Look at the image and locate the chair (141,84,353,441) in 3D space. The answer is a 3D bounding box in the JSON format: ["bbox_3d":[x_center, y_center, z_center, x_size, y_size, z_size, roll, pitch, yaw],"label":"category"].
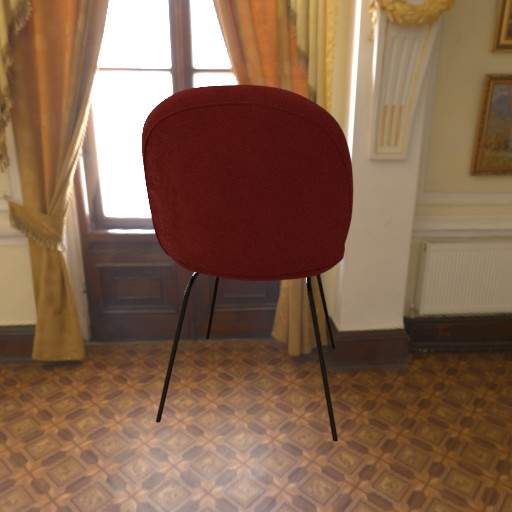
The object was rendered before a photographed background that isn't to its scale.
[{"bbox_3d":[0.000,0.000,1.147,0.458,0.791,0.587,3,17,9],"label":"chair"}]
